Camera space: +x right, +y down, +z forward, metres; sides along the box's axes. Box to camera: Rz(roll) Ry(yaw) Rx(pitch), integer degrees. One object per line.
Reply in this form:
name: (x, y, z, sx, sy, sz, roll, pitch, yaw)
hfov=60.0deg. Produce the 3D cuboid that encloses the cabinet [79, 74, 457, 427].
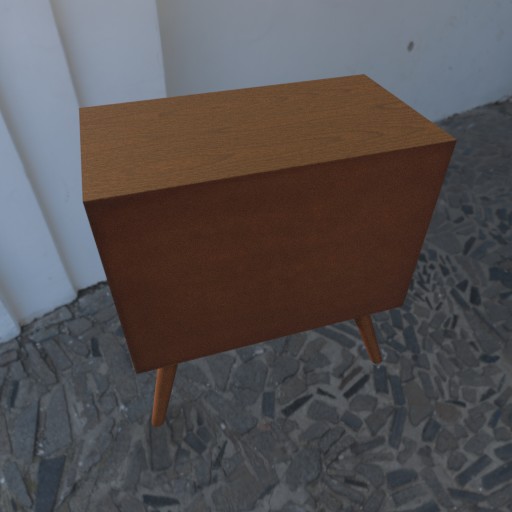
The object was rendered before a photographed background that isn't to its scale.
cabinet: (0.000, 0.000, 1.179, 0.712, 0.748, 0.388, -12, 43, -13)
